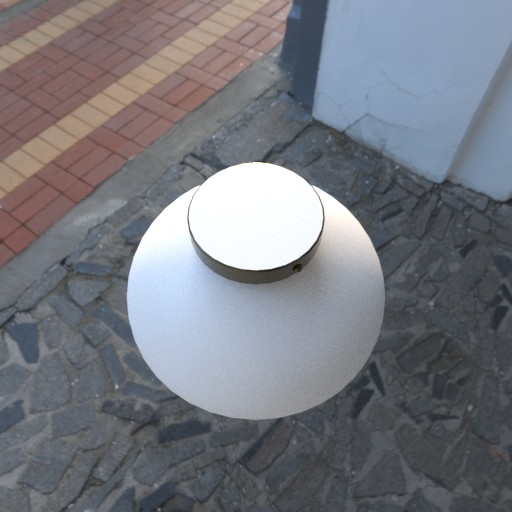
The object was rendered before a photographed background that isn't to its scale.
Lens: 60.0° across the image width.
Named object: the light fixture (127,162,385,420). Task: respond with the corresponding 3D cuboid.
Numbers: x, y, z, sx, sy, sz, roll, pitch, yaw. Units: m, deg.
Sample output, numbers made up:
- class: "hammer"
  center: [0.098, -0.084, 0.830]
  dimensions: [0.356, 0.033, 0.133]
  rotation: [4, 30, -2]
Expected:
- class: "light fixture"
  center: [0.000, 0.000, 0.553]
  dimensions: [0.355, 0.177, 0.355]
  rotation: [0, 58, 0]
